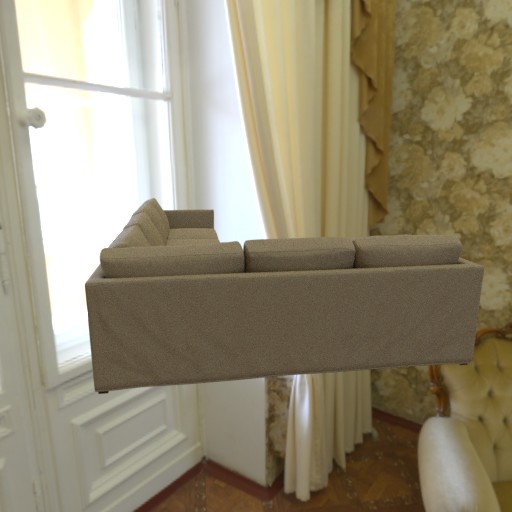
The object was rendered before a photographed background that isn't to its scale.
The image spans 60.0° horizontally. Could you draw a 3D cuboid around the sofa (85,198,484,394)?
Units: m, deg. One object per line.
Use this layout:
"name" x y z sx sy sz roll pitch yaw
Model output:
"sofa" 0.000 0.000 4.177 2.432 0.871 3.182 -2 13 -9
